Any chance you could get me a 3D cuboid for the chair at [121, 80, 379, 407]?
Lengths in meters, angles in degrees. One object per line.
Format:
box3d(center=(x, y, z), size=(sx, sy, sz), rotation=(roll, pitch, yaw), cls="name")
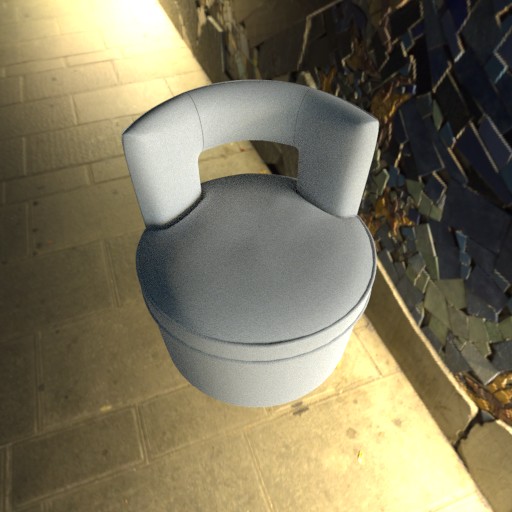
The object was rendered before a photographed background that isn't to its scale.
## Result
box3d(center=(0.000, 0.000, 1.246), size=(0.650, 0.723, 0.665), rotation=(-4, 48, -4), cls="chair")
